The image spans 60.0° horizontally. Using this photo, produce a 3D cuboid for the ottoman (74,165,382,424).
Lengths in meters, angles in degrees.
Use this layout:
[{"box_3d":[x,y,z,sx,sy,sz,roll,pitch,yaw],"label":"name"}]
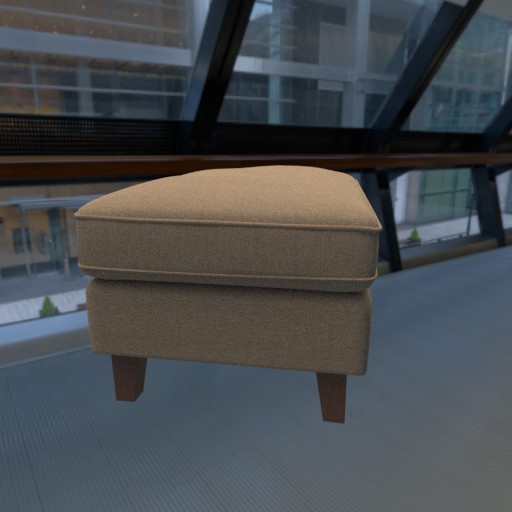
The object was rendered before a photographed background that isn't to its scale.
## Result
[{"box_3d":[0.000,0.000,1.334,0.636,0.521,0.945,2,15,9],"label":"ottoman"}]
